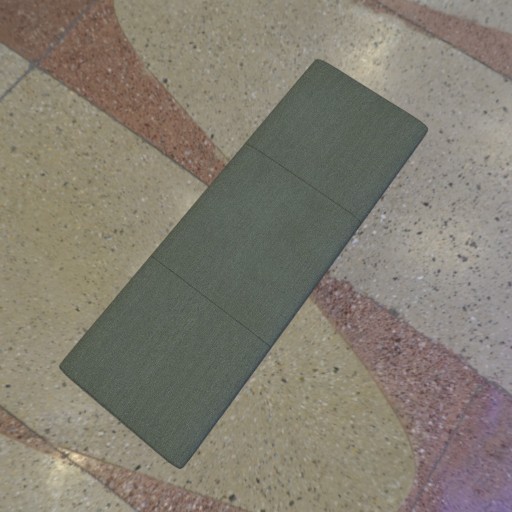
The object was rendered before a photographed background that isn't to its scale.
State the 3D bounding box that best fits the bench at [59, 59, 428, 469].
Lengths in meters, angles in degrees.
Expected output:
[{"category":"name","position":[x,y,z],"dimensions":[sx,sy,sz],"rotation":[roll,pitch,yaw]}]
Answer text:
[{"category":"bench","position":[0.000,0.000,1.497],"dimensions":[0.446,0.438,1.269],"rotation":[36,78,9]}]
